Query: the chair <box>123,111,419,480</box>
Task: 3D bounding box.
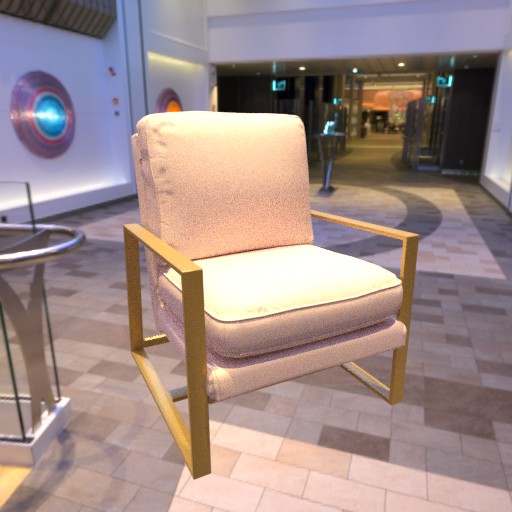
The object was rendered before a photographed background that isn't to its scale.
[{"bbox_3d":[0.000,0.000,1.528,0.758,0.956,0.813,-9,19,-26],"label":"chair"}]
